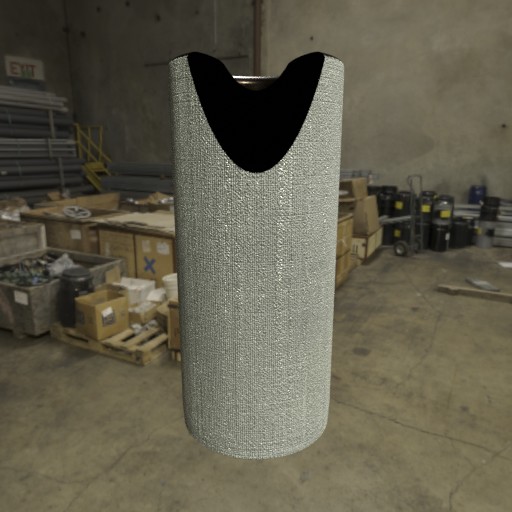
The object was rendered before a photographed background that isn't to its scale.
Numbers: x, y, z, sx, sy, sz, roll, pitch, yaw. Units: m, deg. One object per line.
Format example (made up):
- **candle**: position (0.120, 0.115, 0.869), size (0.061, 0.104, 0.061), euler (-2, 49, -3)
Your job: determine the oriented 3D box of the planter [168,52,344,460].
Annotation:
- **planter**: position (0.000, 0.000, 0.128), size (0.045, 0.103, 0.045), euler (7, 16, 27)
